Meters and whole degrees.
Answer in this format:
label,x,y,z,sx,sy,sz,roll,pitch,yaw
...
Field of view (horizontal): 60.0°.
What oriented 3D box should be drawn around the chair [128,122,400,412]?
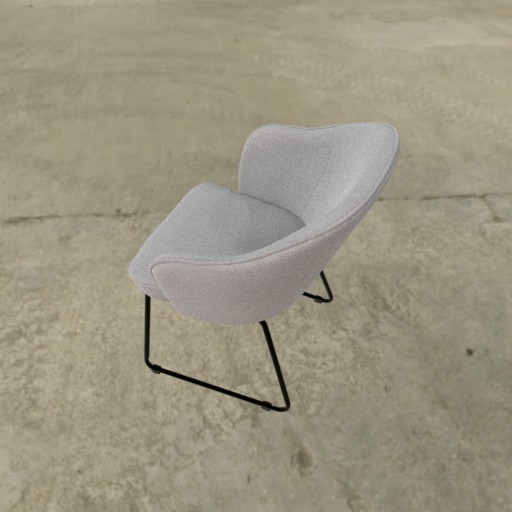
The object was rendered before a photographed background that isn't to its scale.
label,x,y,z,sx,sy,sz,roll,pitch,yaw
chair,0.000,0.000,1.220,0.592,0.817,0.570,17,49,15
